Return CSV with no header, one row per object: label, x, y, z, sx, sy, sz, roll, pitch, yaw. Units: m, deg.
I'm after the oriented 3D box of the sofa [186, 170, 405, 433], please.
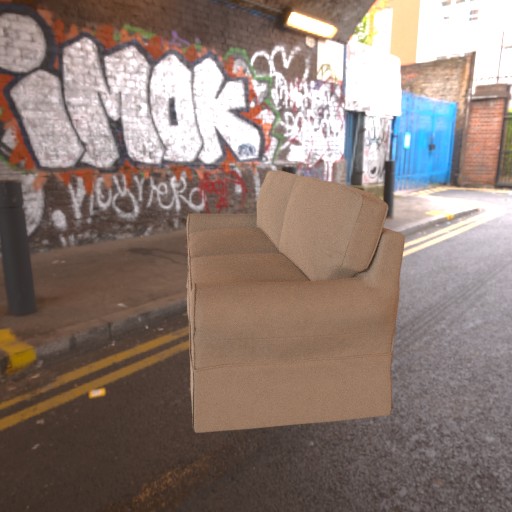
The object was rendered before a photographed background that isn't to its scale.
sofa,0.000,0.000,2.799,0.900,1.014,2.246,-2,14,-9
